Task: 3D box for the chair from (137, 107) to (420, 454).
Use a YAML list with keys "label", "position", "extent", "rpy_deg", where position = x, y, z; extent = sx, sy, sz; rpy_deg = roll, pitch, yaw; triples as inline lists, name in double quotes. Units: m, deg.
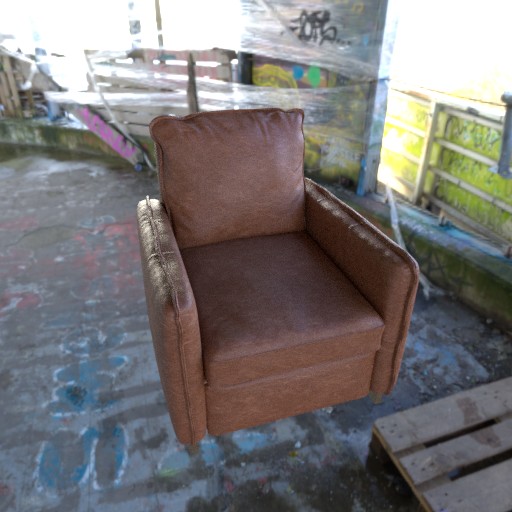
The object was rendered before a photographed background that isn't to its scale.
- label: "chair"
  position: [0.000, 0.000, 1.641]
  extent: [0.830, 0.922, 0.922]
  rpy_deg: [-9, 32, -15]
